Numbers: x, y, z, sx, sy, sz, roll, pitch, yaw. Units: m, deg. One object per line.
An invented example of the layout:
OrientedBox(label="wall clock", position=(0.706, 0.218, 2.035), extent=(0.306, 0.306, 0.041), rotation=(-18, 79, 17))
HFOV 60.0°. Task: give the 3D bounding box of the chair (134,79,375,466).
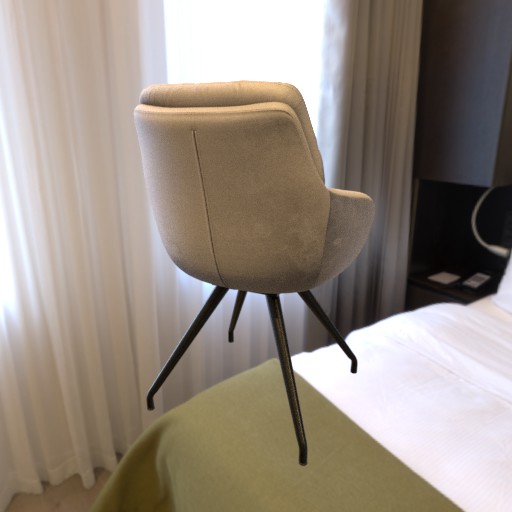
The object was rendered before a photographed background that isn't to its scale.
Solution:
OrientedBox(label="chair", position=(0.000, 0.000, 1.253), extent=(0.579, 0.888, 0.569), rotation=(8, 19, 26))
